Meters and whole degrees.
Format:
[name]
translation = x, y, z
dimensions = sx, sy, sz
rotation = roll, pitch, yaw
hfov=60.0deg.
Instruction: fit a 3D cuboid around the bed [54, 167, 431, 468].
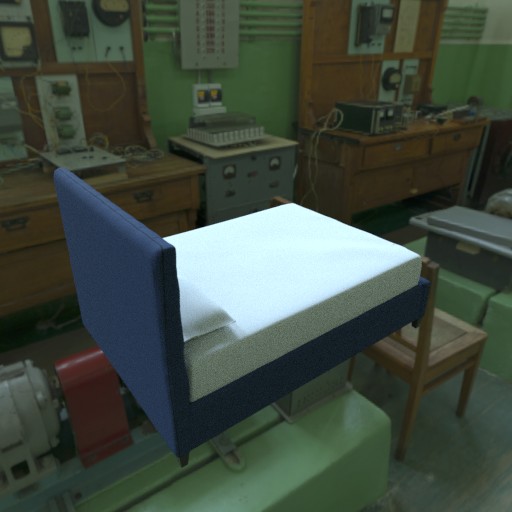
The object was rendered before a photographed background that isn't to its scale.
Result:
[bed]
translation = 0.000, 0.000, 3.494
dimensions = 2.387, 1.427, 1.706
rotation = -19, 32, -33
